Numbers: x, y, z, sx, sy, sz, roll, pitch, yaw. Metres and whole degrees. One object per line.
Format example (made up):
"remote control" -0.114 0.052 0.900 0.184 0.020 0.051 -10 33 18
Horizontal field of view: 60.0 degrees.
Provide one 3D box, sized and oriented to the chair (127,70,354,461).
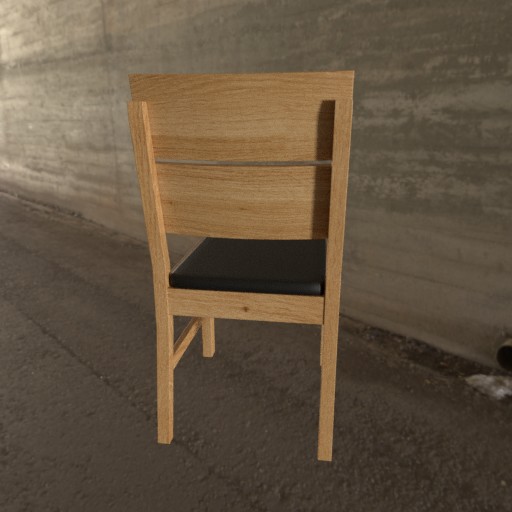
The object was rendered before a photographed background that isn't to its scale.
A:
"chair" 0.000 0.000 1.299 0.475 0.950 0.569 2 17 8
